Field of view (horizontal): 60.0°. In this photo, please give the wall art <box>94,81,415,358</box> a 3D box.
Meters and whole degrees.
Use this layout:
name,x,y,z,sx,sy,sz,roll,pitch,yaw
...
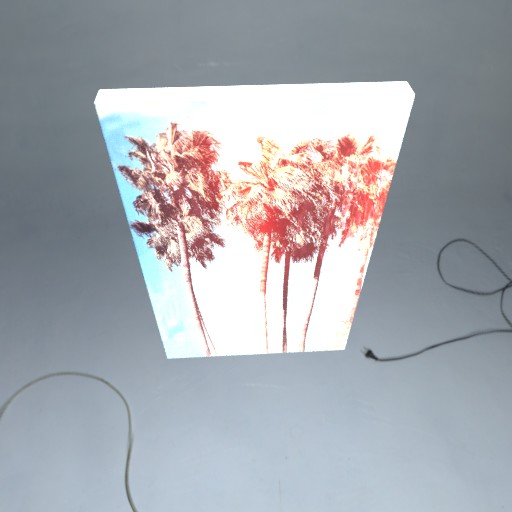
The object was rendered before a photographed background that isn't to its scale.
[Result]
name,x,y,z,sx,sy,sz,roll,pitch,yaw
wall art,0.000,0.000,0.784,0.401,0.610,0.038,-2,47,-2
